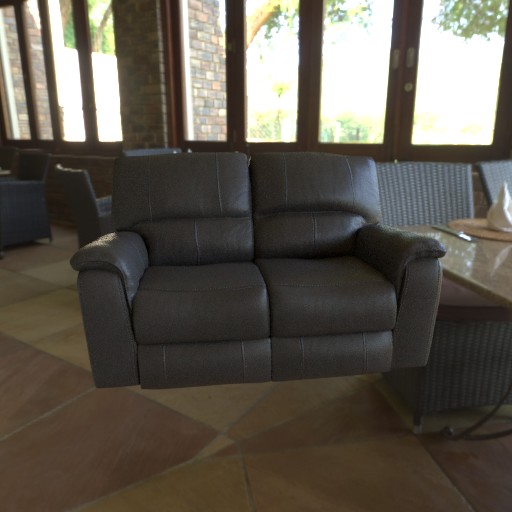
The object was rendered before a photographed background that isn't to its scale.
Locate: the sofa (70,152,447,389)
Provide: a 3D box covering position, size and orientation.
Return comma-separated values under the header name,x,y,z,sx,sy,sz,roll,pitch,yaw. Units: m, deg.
name,x,y,z,sx,sy,sz,roll,pitch,yaw
sofa,0.000,0.000,2.493,1.765,1.111,1.104,-2,15,-7
